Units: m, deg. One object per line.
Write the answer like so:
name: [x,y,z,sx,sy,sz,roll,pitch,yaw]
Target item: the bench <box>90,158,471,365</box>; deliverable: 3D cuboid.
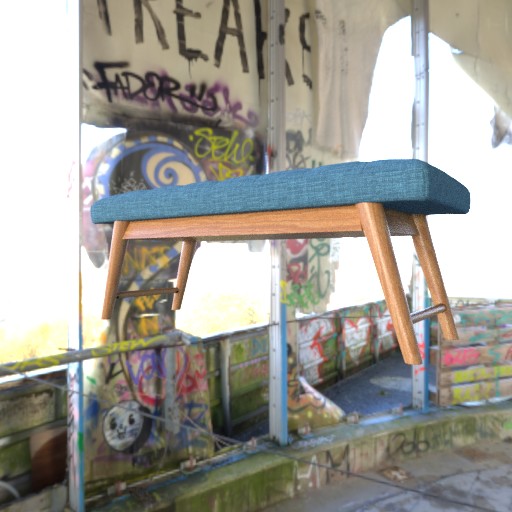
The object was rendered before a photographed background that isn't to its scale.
bench: [0.000,0.000,1.339,1.118,0.432,0.406,0,0,37]
